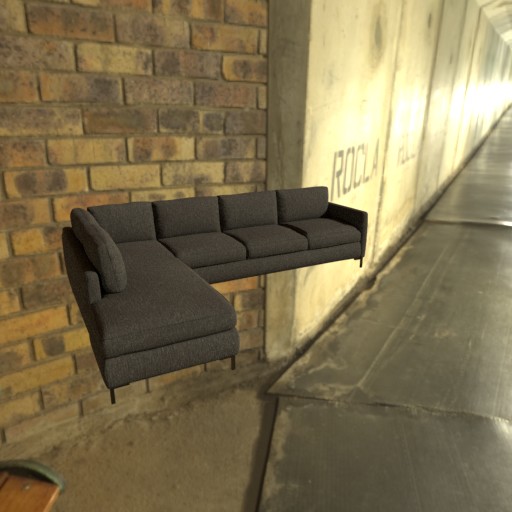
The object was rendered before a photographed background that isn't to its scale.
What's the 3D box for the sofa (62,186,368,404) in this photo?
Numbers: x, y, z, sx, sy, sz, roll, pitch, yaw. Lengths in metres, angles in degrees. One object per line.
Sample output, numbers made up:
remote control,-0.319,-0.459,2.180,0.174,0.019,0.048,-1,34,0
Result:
sofa,0.000,0.000,3.843,2.949,0.815,2.007,-9,20,-27
